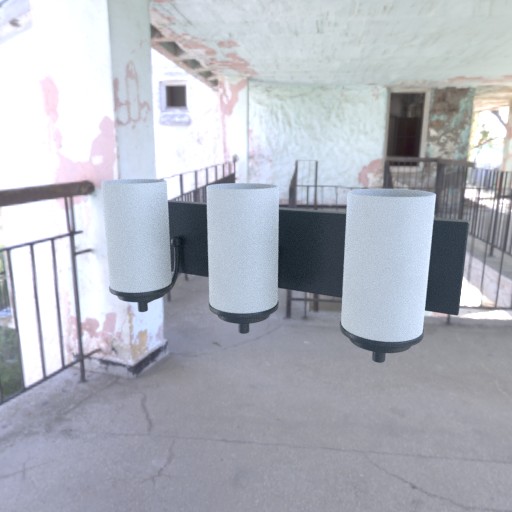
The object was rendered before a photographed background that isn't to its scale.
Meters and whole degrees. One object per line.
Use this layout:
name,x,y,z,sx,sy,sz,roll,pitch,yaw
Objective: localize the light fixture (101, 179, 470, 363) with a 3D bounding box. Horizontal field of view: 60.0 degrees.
light fixture,0.000,0.000,0.534,0.451,0.172,0.145,7,15,26
